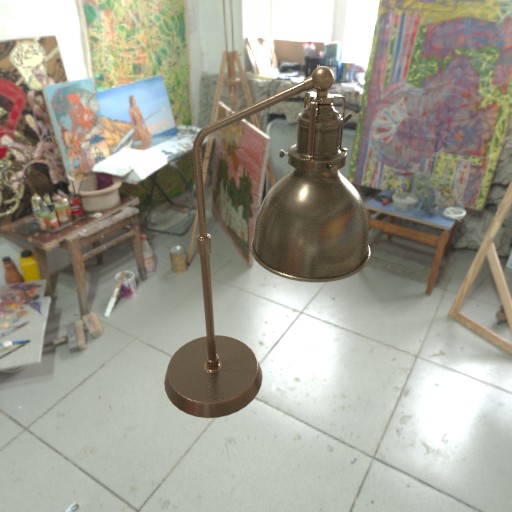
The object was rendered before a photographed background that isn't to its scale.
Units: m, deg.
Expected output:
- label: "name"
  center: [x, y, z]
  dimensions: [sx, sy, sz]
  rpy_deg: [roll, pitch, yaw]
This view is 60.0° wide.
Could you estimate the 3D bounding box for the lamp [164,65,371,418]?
- label: "lamp"
  center: [0.000, 0.000, 0.570]
  dimensions: [0.286, 0.456, 0.153]
  rpy_deg: [1, 33, 2]
